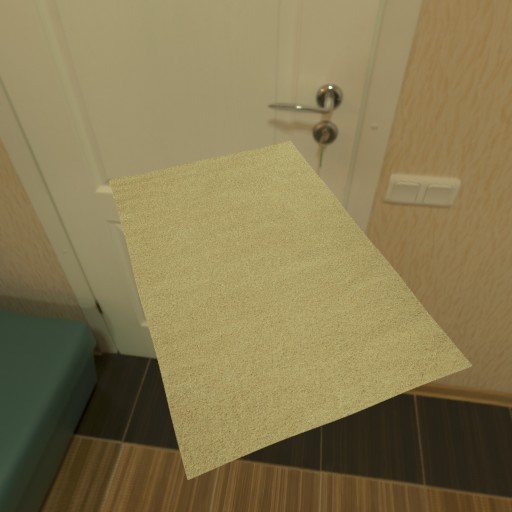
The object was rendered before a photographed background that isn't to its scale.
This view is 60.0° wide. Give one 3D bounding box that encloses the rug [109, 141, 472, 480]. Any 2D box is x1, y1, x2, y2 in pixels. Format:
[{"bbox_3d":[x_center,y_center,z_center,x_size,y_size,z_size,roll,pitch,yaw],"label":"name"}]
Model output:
[{"bbox_3d":[0.000,0.000,3.364,1.800,0.025,2.699,-16,49,-14],"label":"rug"}]
